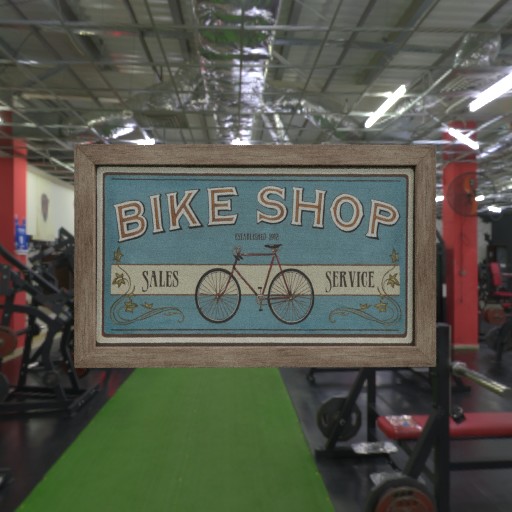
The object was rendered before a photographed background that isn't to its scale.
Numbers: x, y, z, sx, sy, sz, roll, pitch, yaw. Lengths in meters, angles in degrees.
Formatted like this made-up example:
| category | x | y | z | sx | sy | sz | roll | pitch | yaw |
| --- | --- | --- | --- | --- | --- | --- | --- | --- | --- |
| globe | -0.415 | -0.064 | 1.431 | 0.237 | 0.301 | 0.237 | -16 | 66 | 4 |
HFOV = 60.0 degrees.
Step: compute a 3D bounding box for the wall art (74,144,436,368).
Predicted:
| category | x | y | z | sx | sy | sz | roll | pitch | yaw |
| --- | --- | --- | --- | --- | --- | --- | --- | --- | --- |
| wall art | 0.000 | 0.000 | 0.965 | 0.780 | 0.480 | 0.021 | 0 | 0 | -1 |
